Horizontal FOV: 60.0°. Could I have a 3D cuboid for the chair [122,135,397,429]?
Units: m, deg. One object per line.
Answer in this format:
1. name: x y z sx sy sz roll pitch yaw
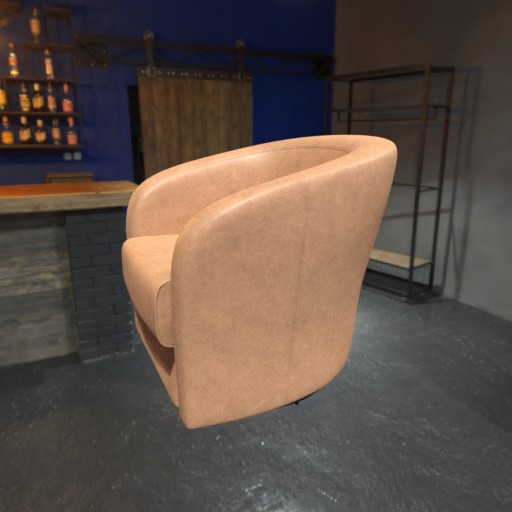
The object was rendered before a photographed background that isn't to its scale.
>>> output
1. chair: 0.000 0.000 1.468 0.815 0.771 0.791 -7 17 -24
